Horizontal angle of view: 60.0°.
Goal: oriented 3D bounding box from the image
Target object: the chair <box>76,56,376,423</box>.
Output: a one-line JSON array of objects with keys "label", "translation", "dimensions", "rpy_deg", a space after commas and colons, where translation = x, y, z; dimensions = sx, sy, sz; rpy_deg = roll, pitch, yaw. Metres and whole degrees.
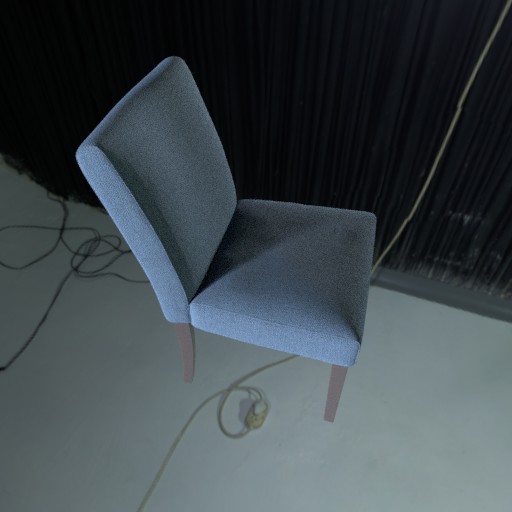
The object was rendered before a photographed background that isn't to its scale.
[{"label": "chair", "translation": [0.000, 0.000, 1.234], "dimensions": [0.629, 0.882, 0.487], "rpy_deg": [11, 48, 10]}]
